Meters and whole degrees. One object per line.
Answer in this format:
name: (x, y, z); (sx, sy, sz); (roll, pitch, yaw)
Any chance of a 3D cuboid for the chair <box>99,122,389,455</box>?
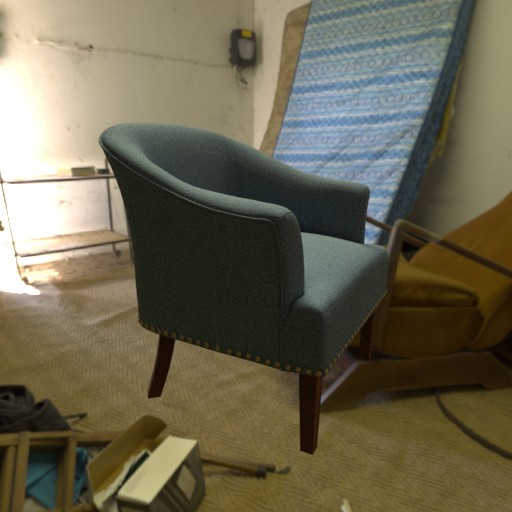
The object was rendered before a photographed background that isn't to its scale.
chair: (0.000, 0.000, 1.399); (0.704, 0.815, 0.772); (7, 16, 27)
